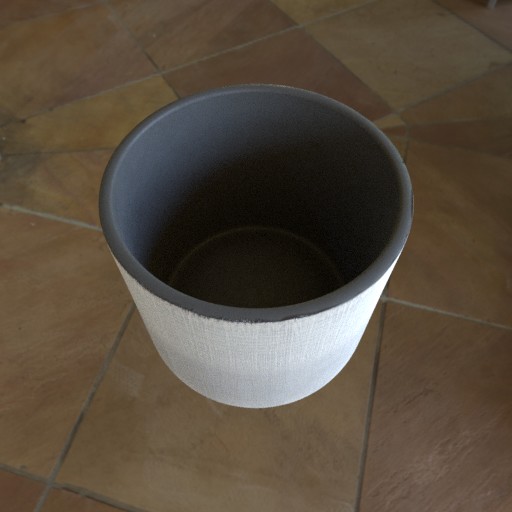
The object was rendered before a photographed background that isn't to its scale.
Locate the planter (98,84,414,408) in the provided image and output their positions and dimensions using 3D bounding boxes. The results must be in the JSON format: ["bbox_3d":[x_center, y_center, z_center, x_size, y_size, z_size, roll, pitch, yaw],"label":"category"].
[{"bbox_3d":[0.000,0.000,0.399,0.226,0.201,0.226,0,57,0],"label":"planter"}]
